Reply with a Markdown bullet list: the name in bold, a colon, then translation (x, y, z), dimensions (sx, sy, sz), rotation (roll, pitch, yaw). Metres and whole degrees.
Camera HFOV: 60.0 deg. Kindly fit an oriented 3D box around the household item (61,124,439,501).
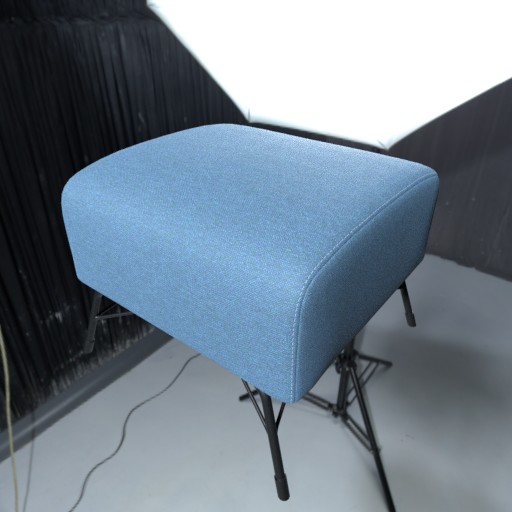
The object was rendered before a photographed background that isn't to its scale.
- **household item**: translation (0.000, 0.000, 0.876), dimensions (0.530, 0.420, 0.530), rotation (22, 37, 32)
